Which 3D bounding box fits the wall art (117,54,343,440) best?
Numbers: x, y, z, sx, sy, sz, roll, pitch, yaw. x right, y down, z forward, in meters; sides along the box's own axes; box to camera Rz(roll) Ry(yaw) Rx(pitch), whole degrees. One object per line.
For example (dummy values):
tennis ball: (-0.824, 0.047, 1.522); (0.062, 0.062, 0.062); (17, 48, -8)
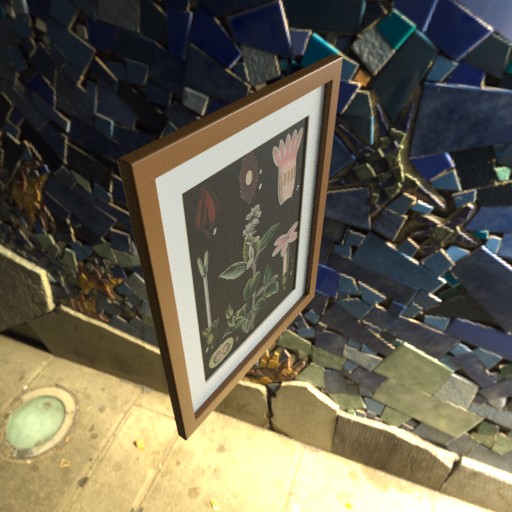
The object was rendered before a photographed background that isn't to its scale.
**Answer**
wall art: (0.000, 0.000, 0.758); (0.021, 0.550, 0.449); (25, 46, 27)
